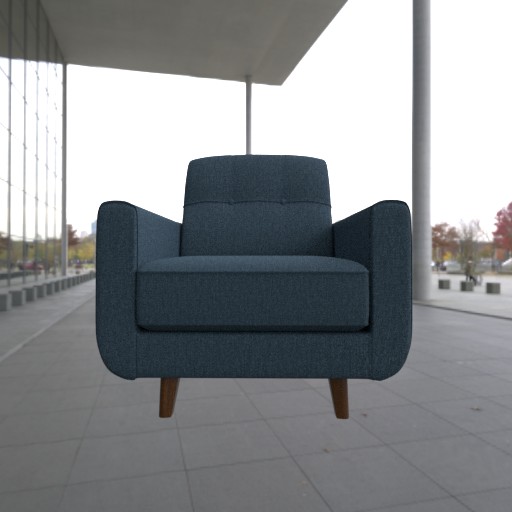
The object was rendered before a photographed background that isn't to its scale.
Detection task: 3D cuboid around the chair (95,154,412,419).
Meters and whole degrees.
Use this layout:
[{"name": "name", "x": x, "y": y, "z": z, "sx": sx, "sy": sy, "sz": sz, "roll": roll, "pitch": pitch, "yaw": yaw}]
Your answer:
[{"name": "chair", "x": 0.000, "y": 0.000, "z": 1.691, "sx": 0.880, "sy": 0.940, "sz": 0.964, "roll": 0, "pitch": -1, "yaw": 1}]
